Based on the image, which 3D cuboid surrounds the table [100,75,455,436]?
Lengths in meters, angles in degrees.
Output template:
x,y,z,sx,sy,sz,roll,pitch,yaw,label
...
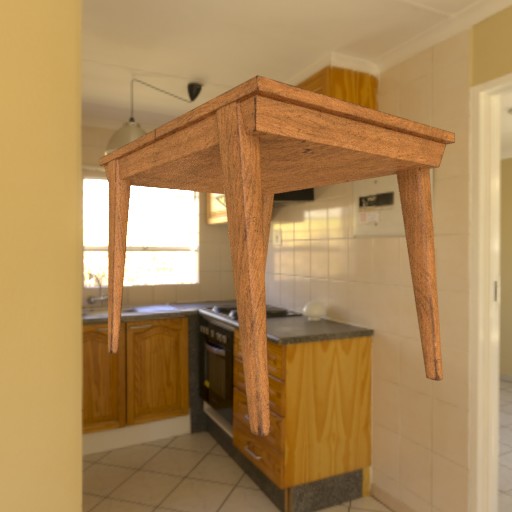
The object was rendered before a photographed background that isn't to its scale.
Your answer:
x,y,z,sx,sy,sz,roll,pitch,yaw,label
0.000,0.000,1.551,0.757,0.760,1.027,-1,1,-37,table
